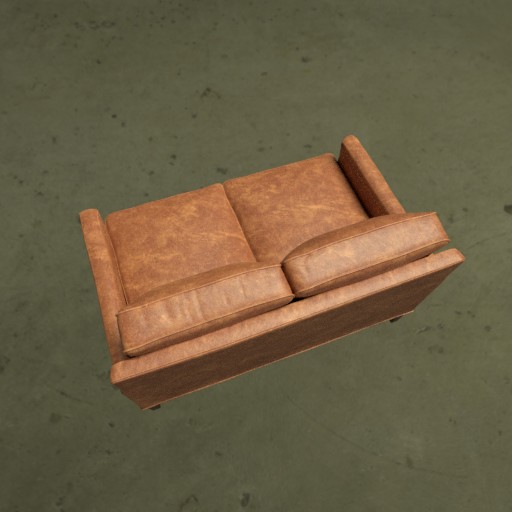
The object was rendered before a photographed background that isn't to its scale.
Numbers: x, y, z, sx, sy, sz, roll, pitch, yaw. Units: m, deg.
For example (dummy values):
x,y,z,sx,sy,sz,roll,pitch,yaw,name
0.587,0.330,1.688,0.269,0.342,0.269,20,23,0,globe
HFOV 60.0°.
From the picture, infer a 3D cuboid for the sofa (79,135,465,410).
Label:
x,y,z,sx,sy,sz,roll,pitch,yaw,name
0.000,0.000,2.283,1.597,1.003,1.084,-18,60,-11,sofa
